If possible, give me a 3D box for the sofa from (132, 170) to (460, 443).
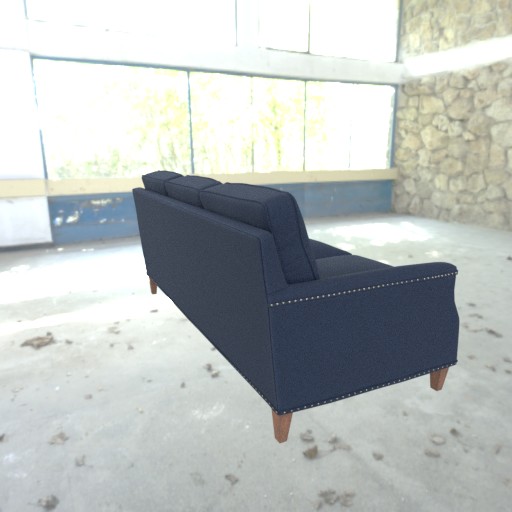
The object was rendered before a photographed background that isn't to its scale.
[{"bbox_3d":[0.000,0.000,2.785,1.084,1.003,2.246,-7,15,-26],"label":"sofa"}]
